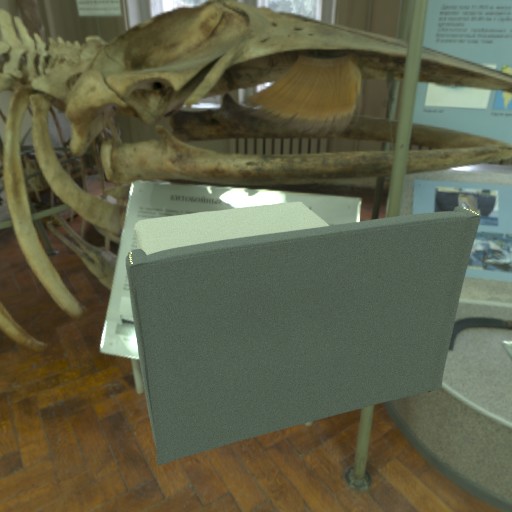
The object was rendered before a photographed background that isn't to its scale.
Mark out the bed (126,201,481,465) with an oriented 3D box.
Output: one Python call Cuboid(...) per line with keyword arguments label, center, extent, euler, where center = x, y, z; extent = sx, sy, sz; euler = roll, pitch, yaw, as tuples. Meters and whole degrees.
Cuboid(label="bed", center=(0.000, 0.000, 3.422), extent=(1.925, 1.332, 2.276), euler=(-8, 28, -16))
